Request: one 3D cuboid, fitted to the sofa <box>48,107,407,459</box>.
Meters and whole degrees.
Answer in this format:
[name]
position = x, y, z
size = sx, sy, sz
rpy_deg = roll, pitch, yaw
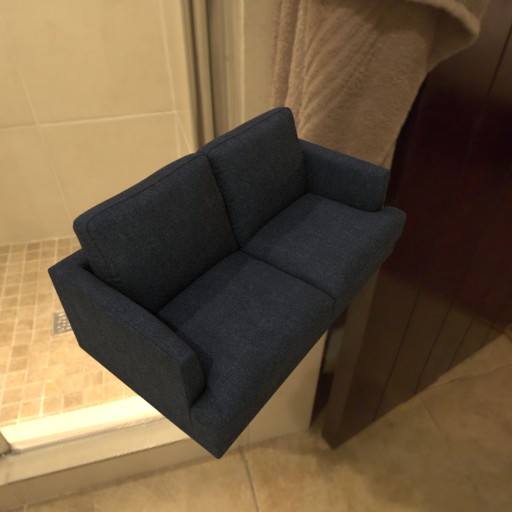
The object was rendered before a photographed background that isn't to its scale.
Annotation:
[sofa]
position = 0.000, 0.000, 2.141
size = 0.903, 0.944, 1.582
rpy_deg = 27, 48, 27
